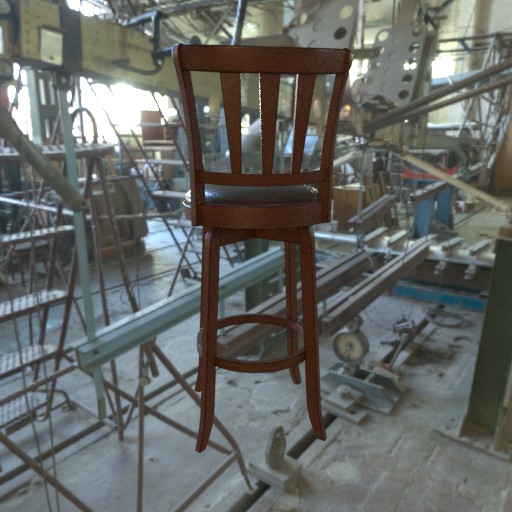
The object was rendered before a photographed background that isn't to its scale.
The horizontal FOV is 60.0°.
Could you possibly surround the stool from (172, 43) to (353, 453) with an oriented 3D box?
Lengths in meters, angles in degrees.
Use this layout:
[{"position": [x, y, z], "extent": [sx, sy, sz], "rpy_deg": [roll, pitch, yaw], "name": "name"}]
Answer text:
[{"position": [0.000, 0.000, 1.421], "extent": [0.464, 1.177, 0.503], "rpy_deg": [-2, 15, -8], "name": "stool"}]
